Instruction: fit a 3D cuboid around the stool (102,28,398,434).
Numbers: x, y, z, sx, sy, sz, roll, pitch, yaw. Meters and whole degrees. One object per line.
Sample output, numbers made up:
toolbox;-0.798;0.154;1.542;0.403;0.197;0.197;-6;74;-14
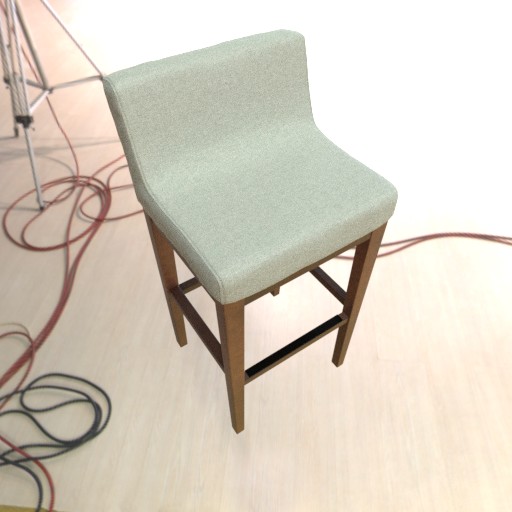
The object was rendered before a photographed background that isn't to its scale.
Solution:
stool;0.000;0.000;1.281;0.511;1.037;0.500;-26;52;-23
